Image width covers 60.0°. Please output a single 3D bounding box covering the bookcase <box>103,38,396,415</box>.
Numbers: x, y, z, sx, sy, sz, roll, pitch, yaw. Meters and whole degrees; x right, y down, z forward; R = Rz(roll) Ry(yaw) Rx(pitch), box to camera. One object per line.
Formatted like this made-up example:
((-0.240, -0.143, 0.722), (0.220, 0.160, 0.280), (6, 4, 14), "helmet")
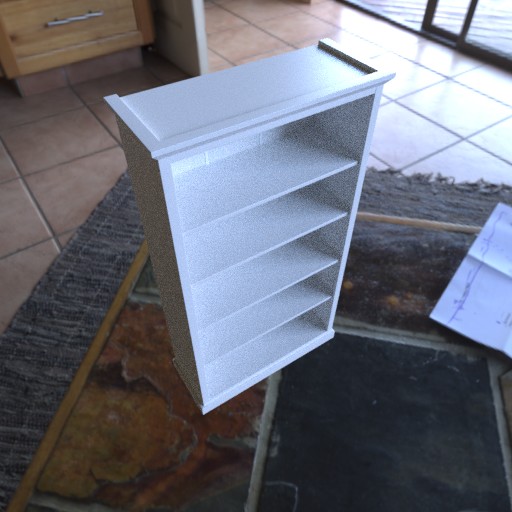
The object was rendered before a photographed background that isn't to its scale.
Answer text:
((0.000, 0.000, 2.361), (1.050, 1.880, 0.432), (-25, 51, -22), "bookcase")
